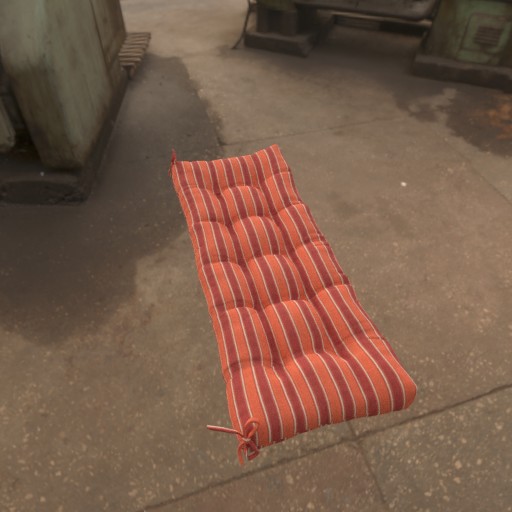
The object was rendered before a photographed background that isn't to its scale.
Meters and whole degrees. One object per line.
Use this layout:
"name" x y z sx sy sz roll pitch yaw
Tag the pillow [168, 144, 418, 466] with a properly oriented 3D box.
"pillow" 0.000 0.000 1.399 0.511 0.174 1.194 -11 47 -11
